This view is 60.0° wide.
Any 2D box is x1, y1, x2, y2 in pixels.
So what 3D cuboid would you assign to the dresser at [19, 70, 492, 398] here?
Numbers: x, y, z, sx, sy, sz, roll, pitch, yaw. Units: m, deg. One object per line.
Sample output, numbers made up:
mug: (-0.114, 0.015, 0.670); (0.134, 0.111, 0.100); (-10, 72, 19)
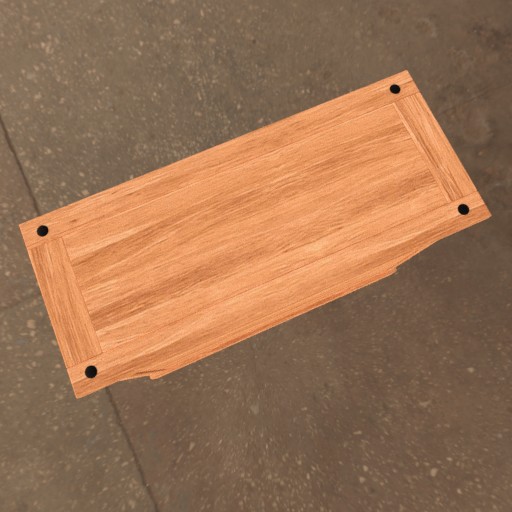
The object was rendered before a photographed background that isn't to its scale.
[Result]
dresser: (0.000, 0.000, 1.359); (0.990, 0.740, 0.410); (-23, 78, -5)
